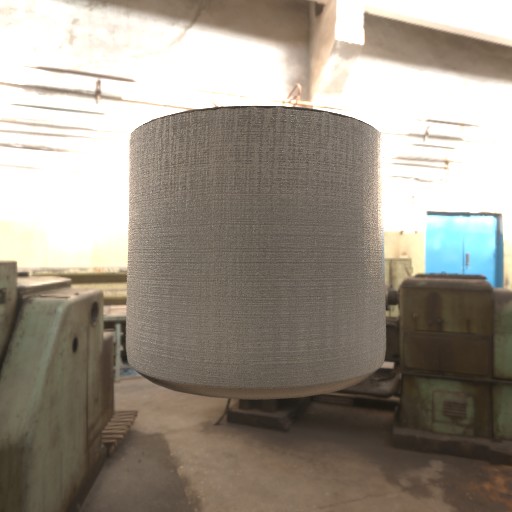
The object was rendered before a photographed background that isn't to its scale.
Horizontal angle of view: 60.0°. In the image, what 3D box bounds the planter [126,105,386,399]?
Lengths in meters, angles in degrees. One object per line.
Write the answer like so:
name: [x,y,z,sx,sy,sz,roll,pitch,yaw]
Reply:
planter: [0.000,0.000,0.223,0.125,0.112,0.125,0,0,0]
